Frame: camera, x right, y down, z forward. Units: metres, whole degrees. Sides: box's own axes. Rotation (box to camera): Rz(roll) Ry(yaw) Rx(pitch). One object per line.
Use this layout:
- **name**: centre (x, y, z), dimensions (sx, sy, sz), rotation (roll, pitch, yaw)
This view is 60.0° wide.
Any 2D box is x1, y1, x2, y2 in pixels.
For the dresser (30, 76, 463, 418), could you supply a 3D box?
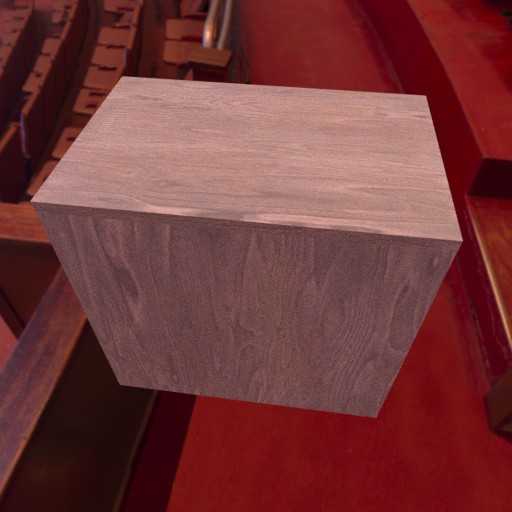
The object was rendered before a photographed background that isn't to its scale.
- **dresser**: centre (0.000, 0.000, 1.277), dimensions (0.809, 0.762, 0.529), rotation (6, 48, 5)
